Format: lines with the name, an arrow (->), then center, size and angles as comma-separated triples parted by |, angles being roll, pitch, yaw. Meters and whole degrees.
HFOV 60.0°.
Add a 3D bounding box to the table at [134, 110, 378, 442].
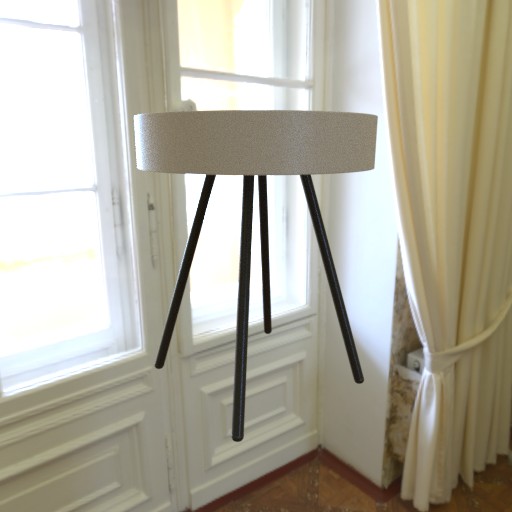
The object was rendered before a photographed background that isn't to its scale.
table -> 0.000, 0.000, 0.880 | 0.450, 0.525, 0.450 | 0, 15, 0
